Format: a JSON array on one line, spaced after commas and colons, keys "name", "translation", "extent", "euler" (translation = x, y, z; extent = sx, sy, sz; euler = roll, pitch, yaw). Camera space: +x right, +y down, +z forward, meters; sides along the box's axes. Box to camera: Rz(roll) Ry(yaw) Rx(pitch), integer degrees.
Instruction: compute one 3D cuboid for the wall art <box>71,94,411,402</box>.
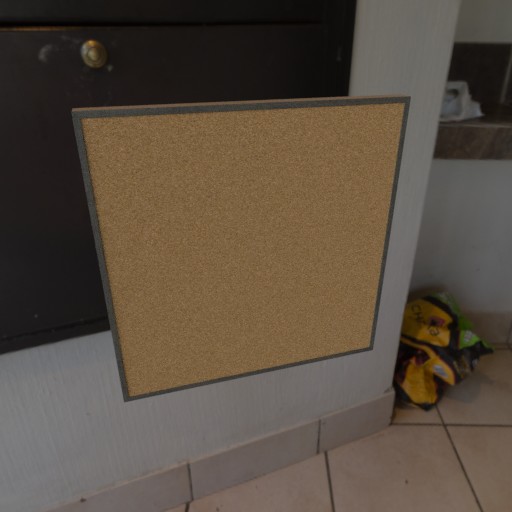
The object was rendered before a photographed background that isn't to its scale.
[{"name": "wall art", "translation": [0.000, 0.000, 1.143], "extent": [0.758, 0.758, 0.039], "euler": [-8, 28, -15]}]
